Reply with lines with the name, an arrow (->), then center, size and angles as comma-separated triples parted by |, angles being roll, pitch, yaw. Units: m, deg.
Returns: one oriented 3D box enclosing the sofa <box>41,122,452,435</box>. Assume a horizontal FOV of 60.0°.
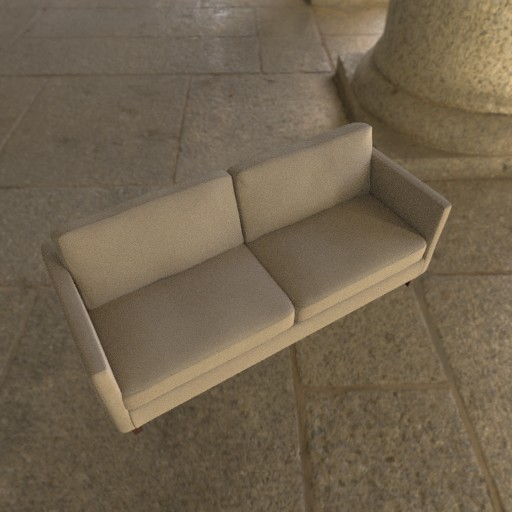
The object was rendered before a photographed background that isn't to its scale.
sofa -> 0.000, 0.000, 2.661 | 2.181, 0.932, 0.948 | -24, 51, -21
